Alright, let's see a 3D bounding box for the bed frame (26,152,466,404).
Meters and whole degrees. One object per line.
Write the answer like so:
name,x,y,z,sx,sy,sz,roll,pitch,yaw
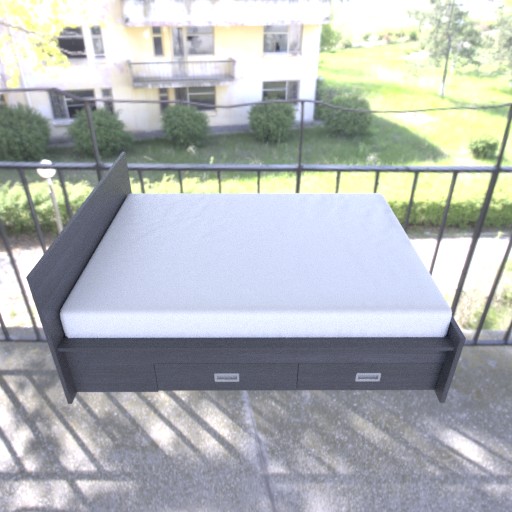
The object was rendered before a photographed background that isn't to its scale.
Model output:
bed frame,0.000,0.000,2.785,1.960,0.800,1.622,0,32,0
